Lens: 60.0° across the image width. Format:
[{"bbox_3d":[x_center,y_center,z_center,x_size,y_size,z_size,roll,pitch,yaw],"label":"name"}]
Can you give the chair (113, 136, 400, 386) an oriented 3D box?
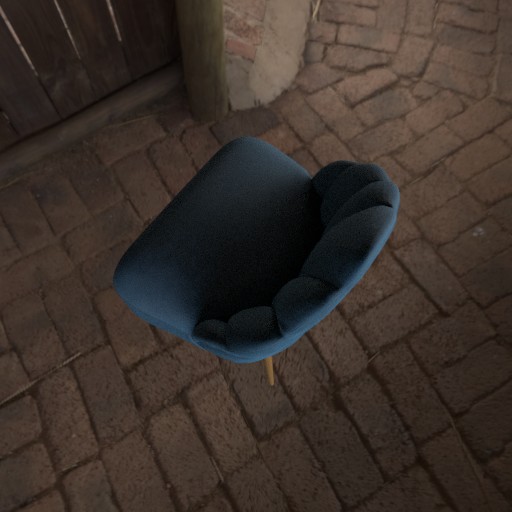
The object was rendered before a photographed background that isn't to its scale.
[{"bbox_3d":[0.000,0.000,1.289,0.599,0.819,0.657,32,68,15],"label":"chair"}]
